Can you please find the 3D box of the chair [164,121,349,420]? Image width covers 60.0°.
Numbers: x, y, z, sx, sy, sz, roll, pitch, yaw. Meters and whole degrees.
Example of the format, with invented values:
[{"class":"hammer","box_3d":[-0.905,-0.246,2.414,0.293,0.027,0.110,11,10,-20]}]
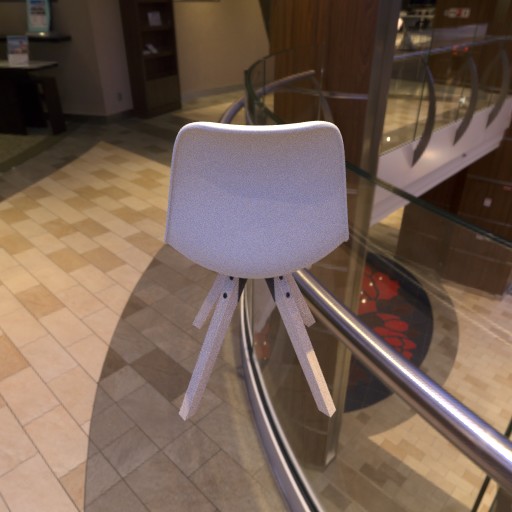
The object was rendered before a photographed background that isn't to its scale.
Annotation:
[{"class":"chair","box_3d":[0.000,0.000,1.223,0.485,0.850,0.550,-1,30,-1]}]
